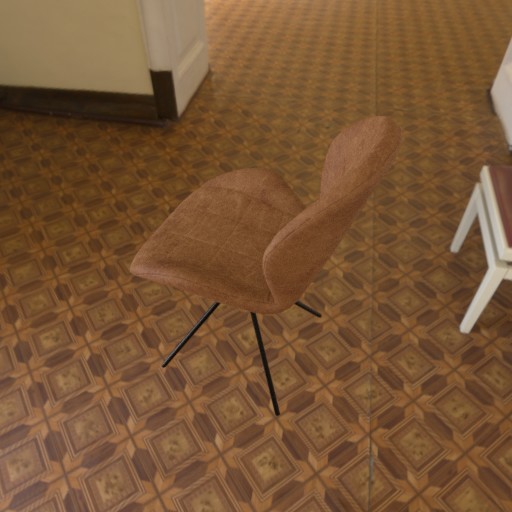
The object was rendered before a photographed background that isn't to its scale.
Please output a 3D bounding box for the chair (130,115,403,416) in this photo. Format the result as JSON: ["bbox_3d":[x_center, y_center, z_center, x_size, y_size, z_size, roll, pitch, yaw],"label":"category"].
[{"bbox_3d":[0.000,0.000,1.306,0.640,0.929,0.527,18,48,17],"label":"chair"}]
